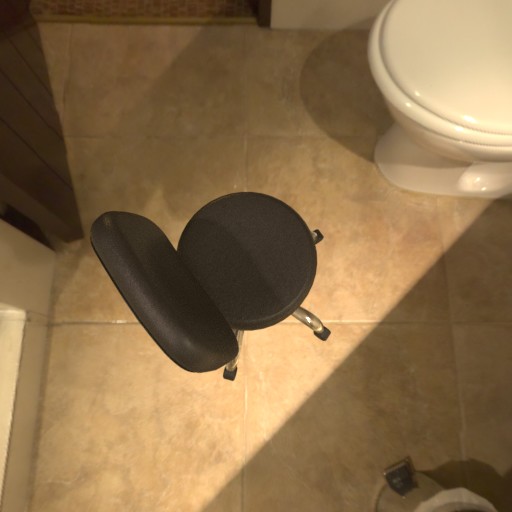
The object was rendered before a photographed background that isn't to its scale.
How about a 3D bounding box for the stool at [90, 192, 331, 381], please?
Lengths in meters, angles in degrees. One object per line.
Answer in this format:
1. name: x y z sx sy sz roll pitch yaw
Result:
1. stool: 0.000 0.000 1.314 0.648 0.862 0.673 -36 79 -8
